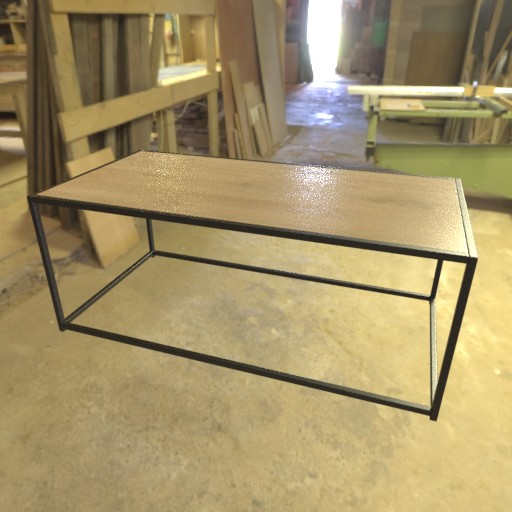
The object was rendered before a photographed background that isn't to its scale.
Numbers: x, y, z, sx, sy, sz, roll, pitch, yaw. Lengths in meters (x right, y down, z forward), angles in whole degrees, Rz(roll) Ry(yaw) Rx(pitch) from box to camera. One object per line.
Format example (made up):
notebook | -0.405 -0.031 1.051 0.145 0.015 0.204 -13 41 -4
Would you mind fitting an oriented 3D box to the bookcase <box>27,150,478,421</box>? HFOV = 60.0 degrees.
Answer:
bookcase | 0.000 0.000 1.224 1.000 0.400 0.500 9 28 17
